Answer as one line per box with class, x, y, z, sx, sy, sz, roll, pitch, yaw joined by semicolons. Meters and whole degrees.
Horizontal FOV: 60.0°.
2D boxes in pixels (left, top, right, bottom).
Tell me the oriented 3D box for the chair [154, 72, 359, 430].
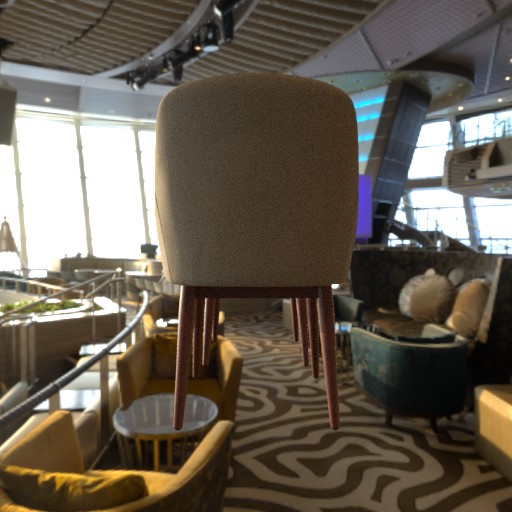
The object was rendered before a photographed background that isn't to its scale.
chair;0.000;0.000;1.561;0.584;0.866;1.114;0;2;0
